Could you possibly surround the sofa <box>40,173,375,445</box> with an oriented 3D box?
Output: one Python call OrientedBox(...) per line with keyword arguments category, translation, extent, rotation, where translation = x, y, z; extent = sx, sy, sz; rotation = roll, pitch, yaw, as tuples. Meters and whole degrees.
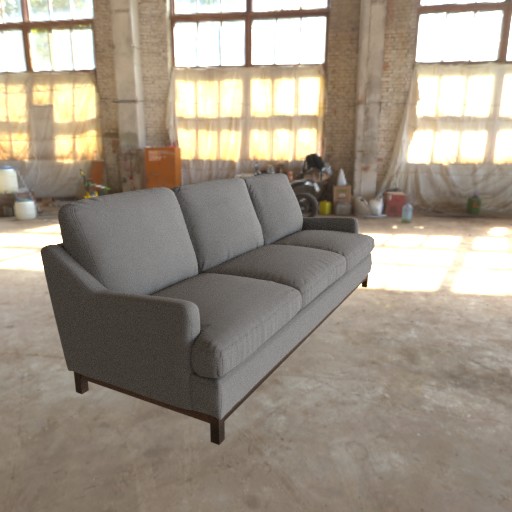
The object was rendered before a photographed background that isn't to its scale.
OrientedBox(category="sofa", translation=(0.000, 0.000, 2.817), extent=(0.987, 0.926, 2.344), rotation=(8, 16, 27))
